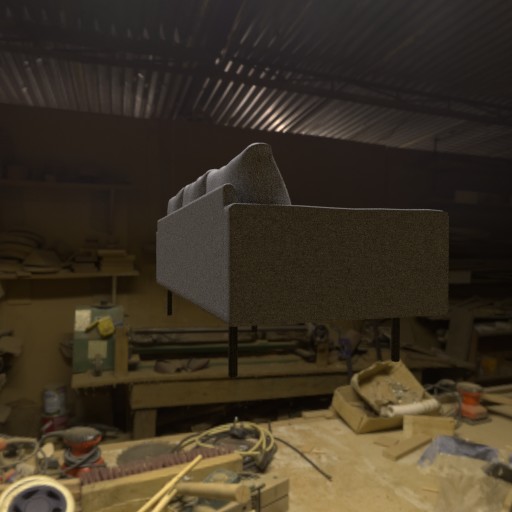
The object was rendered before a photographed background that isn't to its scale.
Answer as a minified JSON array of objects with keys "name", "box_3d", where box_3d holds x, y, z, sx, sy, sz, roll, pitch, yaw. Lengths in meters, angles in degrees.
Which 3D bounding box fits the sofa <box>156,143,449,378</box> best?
[{"name":"sofa","box_3d":[0.000,0.000,2.418,0.850,0.830,2.000,0,1,-19]}]
